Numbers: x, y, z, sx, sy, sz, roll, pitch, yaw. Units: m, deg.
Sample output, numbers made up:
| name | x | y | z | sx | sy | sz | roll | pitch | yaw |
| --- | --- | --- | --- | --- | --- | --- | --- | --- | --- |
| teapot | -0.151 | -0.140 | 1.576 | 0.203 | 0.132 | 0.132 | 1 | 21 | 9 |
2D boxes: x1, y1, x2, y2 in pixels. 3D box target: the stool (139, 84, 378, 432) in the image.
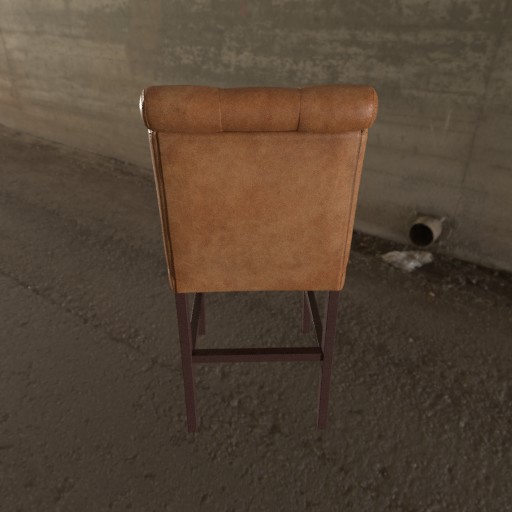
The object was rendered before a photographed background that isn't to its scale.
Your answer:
| name | x | y | z | sx | sy | sz | roll | pitch | yaw |
| --- | --- | --- | --- | --- | --- | --- | --- | --- | --- |
| stool | 0.000 | 0.000 | 1.332 | 0.493 | 1.047 | 0.601 | -1 | 30 | -1 |
